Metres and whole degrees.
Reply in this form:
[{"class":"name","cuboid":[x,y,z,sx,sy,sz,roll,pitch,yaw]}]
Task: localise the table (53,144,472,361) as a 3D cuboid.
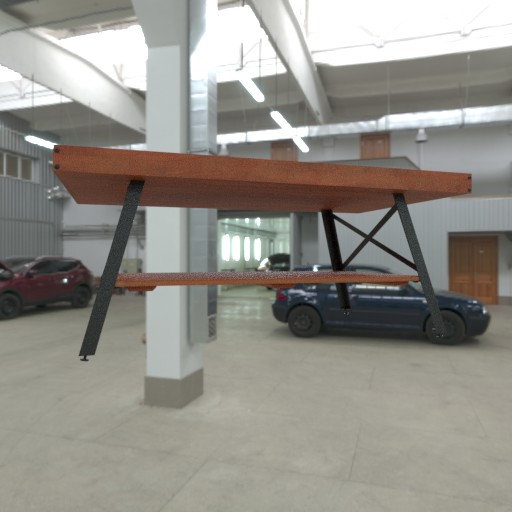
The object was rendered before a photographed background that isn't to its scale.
[{"class":"table","cuboid":[0.000,0.000,1.360,1.067,0.457,0.610,0,0,-18]}]
